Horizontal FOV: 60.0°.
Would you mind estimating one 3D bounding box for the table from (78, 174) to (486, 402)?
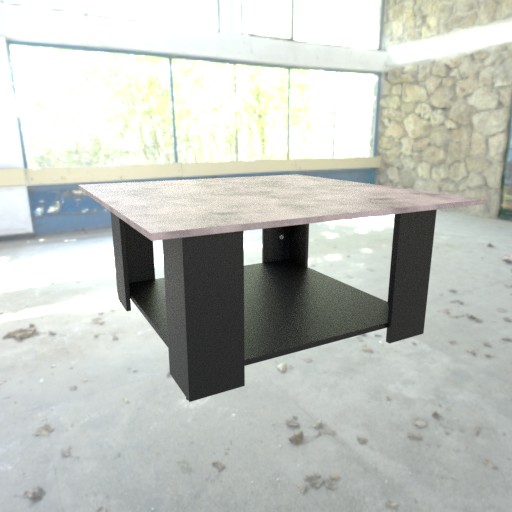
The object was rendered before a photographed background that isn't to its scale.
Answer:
[{"bbox_3d":[0.000,0.000,1.043,0.670,0.305,0.670,-8,17,-28],"label":"table"}]
